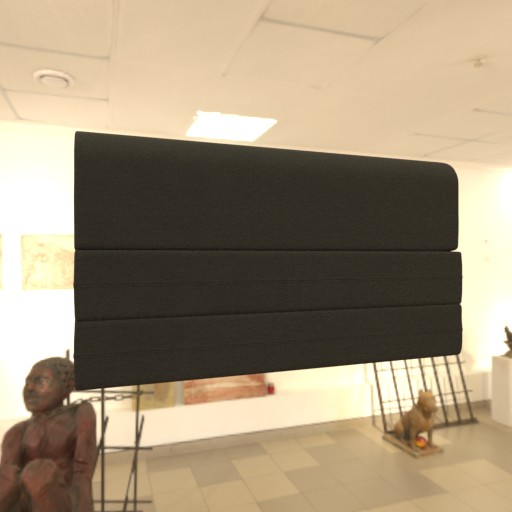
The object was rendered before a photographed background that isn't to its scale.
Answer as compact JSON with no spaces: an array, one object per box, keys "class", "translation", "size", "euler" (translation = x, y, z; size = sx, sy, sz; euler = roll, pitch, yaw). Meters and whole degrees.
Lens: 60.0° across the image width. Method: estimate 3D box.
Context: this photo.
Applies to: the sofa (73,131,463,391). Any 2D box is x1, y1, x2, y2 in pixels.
[{"class":"sofa","translation":[0.000,0.000,1.650],"size":[1.225,0.670,0.762],"euler":[0,0,-19]}]
